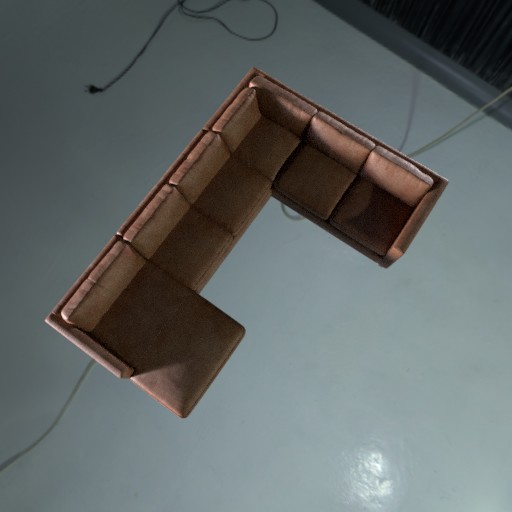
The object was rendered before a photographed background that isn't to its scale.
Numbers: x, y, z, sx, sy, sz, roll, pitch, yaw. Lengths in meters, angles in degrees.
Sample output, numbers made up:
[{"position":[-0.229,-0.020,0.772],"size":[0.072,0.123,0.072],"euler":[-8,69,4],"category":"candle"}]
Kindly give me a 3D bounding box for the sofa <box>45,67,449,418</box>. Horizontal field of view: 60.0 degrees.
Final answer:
[{"position":[0.000,0.000,4.574],"size":[2.430,0.832,3.401],"euler":[34,77,9],"category":"sofa"}]
